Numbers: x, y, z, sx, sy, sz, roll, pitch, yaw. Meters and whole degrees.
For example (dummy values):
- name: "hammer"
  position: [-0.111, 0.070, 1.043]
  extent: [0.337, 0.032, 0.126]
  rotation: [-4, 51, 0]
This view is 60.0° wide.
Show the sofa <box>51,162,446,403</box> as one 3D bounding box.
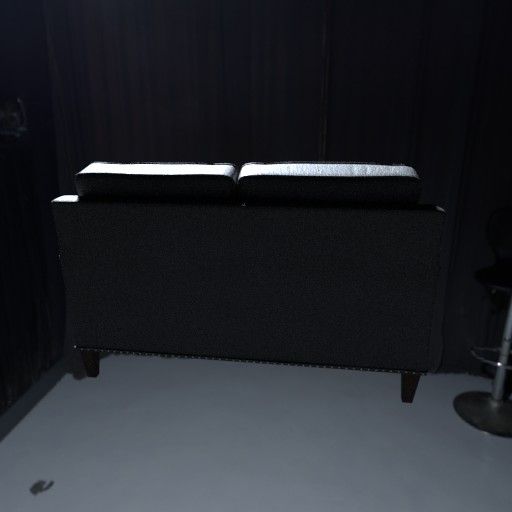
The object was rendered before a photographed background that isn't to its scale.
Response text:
- name: "sofa"
  position: [0.000, 0.000, 2.257]
  extent: [1.597, 1.003, 1.084]
  rotation: [2, 17, 8]
